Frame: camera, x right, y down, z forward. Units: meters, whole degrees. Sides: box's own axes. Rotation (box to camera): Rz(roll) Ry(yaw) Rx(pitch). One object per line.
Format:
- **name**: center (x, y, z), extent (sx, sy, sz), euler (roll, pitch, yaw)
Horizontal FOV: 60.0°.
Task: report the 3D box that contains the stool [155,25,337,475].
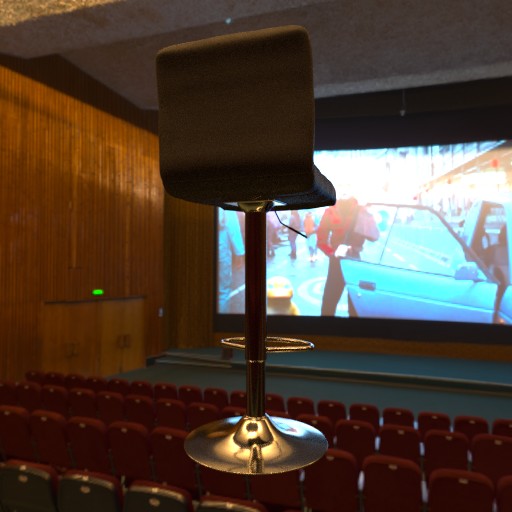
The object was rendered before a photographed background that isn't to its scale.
- **stool**: center (0.000, 0.000, 1.335), extent (0.430, 1.115, 0.505), euler (0, -1, 18)
